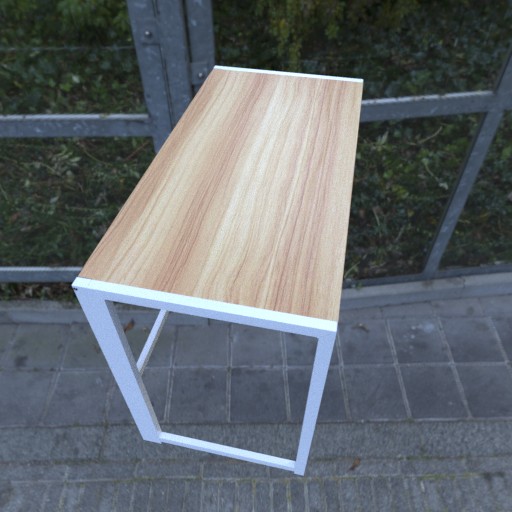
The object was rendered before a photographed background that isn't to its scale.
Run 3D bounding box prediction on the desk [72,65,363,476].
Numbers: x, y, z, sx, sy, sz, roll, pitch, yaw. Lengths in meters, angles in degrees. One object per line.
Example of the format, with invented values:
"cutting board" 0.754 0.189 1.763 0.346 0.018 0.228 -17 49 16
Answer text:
"desk" 0.000 0.000 1.430 0.508 0.762 1.016 9 47 8
